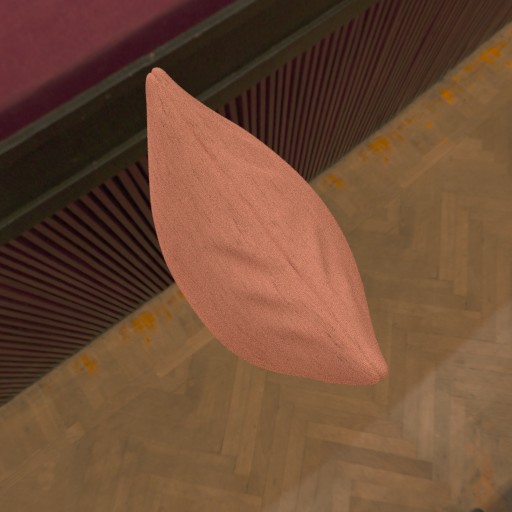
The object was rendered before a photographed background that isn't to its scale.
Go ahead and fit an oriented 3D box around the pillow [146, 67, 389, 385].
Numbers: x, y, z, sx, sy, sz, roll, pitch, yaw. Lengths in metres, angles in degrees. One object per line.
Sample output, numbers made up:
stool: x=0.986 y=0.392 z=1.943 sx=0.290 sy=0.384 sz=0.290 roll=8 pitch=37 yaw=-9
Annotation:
pillow: x=0.000 y=0.000 z=0.668 sx=0.246 sy=0.415 sz=0.432 roll=-35 pitch=79 yaw=-8
